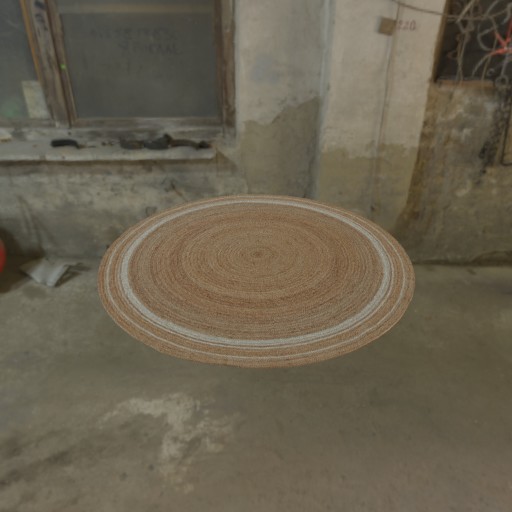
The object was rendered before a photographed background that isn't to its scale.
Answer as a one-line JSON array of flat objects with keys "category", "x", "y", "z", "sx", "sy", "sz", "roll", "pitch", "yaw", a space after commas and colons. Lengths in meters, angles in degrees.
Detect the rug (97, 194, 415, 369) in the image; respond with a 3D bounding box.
[{"category": "rug", "x": 0.000, "y": 0.000, "z": 3.568, "sx": 2.444, "sy": 0.015, "sz": 2.444, "roll": 0, "pitch": 32, "yaw": 0}]
